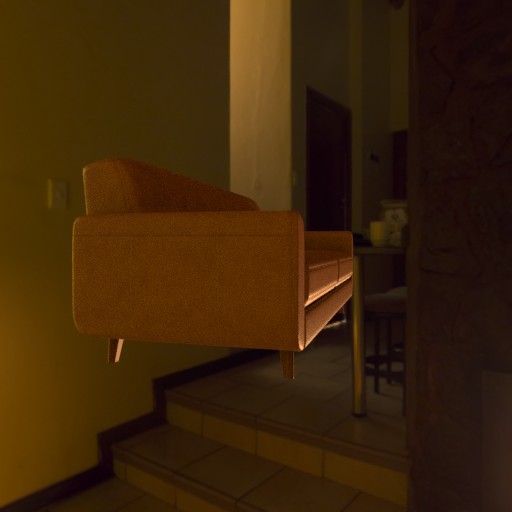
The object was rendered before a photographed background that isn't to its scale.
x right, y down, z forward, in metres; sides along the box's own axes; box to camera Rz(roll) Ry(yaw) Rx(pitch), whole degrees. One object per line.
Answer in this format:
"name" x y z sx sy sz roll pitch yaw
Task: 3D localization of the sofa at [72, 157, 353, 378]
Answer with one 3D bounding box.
"sofa" 0.000 0.000 2.655 0.980 0.892 2.137 0 1 17
